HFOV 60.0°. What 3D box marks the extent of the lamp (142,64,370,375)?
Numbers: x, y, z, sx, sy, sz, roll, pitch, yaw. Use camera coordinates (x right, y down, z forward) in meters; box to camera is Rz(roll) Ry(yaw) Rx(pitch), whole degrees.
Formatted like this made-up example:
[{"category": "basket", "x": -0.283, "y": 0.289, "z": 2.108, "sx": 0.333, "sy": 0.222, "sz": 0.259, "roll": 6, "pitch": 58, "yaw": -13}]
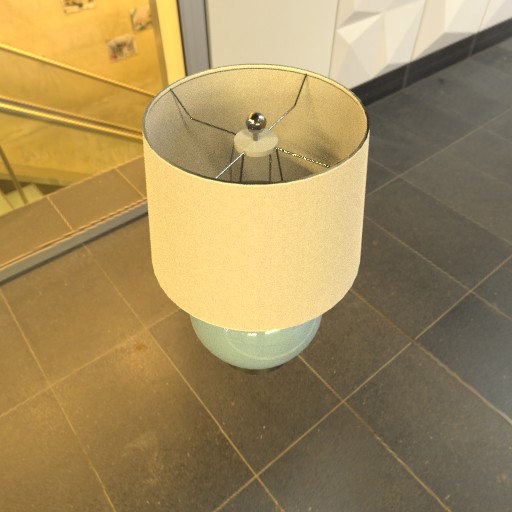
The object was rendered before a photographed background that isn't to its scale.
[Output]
[{"category": "lamp", "x": 0.000, "y": 0.000, "z": 0.547, "sx": 0.247, "sy": 0.387, "sz": 0.247, "roll": 0, "pitch": 48, "yaw": 0}]
